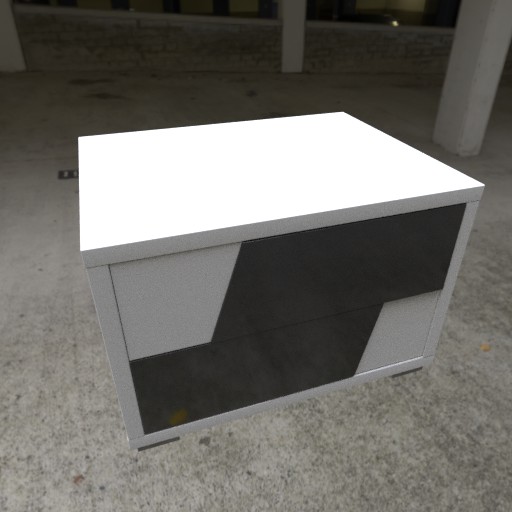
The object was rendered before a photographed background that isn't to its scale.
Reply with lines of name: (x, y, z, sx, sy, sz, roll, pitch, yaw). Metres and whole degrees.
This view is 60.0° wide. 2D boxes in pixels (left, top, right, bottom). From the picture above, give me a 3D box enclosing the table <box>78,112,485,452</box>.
table: (0.000, 0.000, 0.779, 0.517, 0.357, 0.399, -10, 34, -16)
